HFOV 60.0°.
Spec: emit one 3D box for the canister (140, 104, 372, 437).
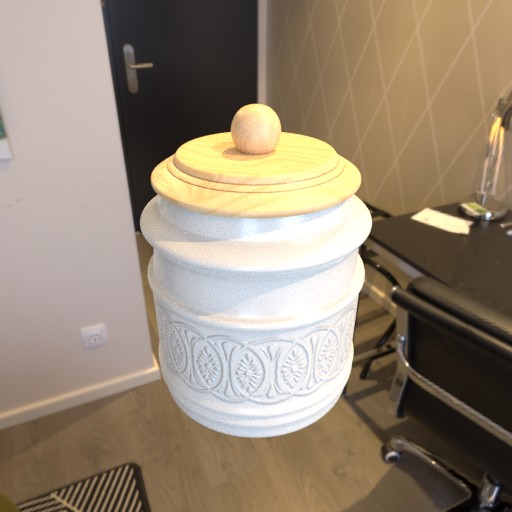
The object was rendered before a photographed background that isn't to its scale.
[{"bbox_3d":[0.000,0.000,0.269,0.130,0.176,0.130,0,29,0],"label":"canister"}]
